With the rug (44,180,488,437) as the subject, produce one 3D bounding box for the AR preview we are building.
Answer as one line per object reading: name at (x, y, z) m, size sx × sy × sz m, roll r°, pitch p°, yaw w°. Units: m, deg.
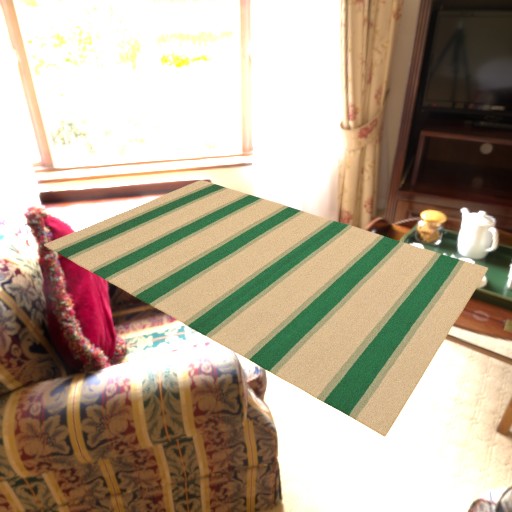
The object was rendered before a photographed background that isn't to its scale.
rug at (0.000, 0.000, 2.849) m, size 2.436 × 0.015 × 1.521 m, roll 22°, pitch 37°, yaw 32°
